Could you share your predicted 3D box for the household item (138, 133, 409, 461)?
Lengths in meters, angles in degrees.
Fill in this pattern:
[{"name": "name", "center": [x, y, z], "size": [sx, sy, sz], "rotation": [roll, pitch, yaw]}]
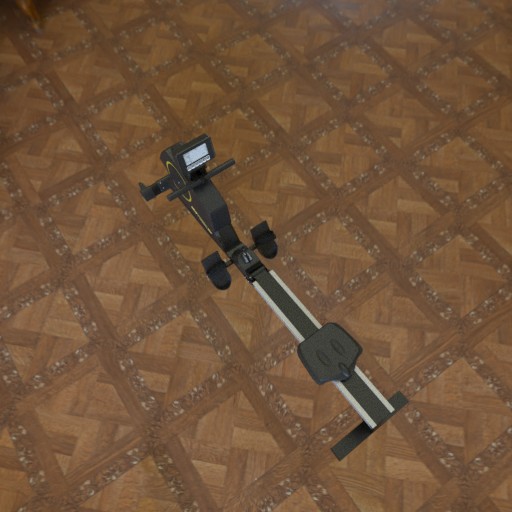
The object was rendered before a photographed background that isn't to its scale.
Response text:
[{"name": "household item", "center": [0.000, 0.000, 2.555], "size": [0.521, 0.810, 2.251], "rotation": [-33, 68, -15]}]
